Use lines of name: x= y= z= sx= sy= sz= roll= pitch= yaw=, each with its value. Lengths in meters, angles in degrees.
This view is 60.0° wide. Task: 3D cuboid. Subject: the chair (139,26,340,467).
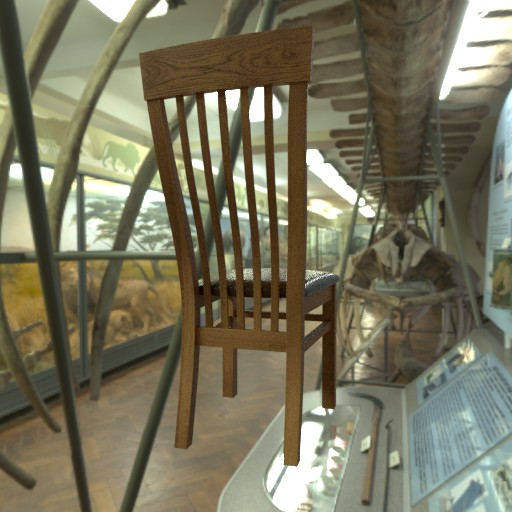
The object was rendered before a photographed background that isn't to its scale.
chair: x=0.000 y=0.000 z=1.338 sx=0.450 sy=1.050 sz=0.580 roll=0 pitch=1 yaw=18
